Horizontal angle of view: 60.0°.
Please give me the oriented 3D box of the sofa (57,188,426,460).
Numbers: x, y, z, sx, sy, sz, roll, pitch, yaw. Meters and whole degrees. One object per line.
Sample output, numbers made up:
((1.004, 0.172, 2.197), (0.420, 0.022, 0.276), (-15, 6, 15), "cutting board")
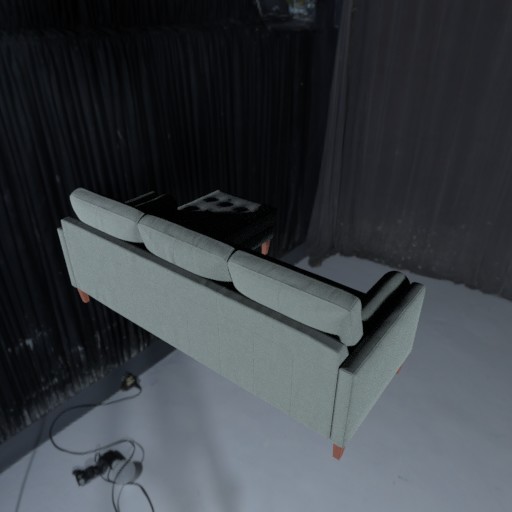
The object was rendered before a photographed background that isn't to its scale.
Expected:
((0.000, 0.000, 2.940), (2.178, 0.876, 1.506), (21, 36, 32), "sofa")
